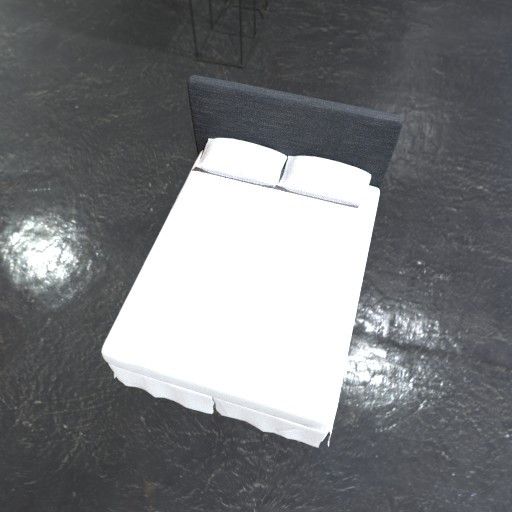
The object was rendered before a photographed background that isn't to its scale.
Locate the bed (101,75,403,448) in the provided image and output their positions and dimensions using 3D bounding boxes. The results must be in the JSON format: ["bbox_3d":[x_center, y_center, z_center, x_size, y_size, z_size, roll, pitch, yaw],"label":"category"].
[{"bbox_3d":[0.000,0.000,3.313,1.723,1.330,2.142,14,59,9],"label":"bed"}]
